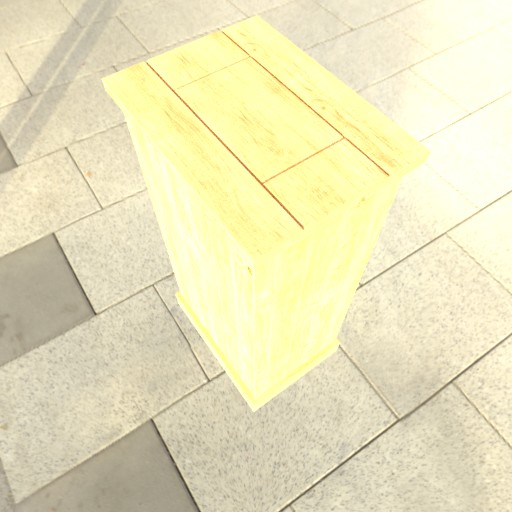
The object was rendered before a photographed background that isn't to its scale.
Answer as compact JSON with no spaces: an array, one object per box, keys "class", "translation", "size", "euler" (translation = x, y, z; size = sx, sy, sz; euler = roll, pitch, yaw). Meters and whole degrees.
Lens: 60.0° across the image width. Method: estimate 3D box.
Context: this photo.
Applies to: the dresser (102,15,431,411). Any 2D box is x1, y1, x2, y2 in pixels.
[{"class":"dresser","translation":[0.000,0.000,1.289],"size":[0.390,1.041,0.531],"euler":[-31,63,-18]}]
